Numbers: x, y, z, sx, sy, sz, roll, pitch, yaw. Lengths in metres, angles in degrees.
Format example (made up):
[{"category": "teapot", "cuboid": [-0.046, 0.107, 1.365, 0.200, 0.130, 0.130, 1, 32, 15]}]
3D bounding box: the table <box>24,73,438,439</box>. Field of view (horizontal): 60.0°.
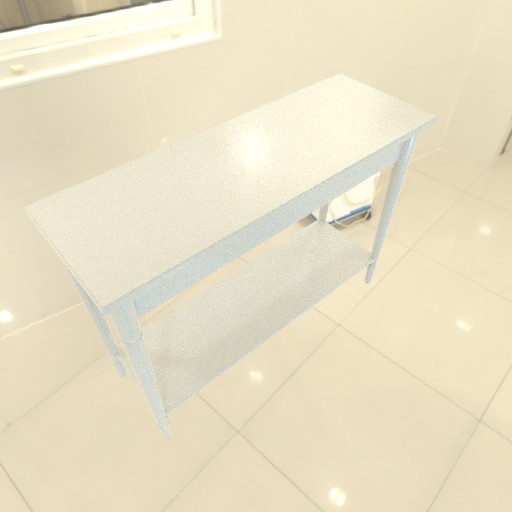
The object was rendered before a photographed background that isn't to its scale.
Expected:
[{"category": "table", "cuboid": [0.000, 0.000, 1.417, 1.067, 0.749, 0.381, -32, 54, -27]}]
